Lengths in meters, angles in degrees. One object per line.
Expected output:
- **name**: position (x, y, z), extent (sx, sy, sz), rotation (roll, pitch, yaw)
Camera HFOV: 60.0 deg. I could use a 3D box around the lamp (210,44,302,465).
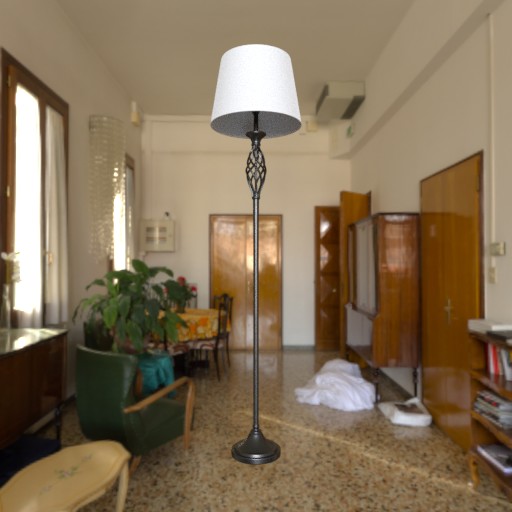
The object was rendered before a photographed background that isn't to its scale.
- **lamp**: position (0.000, 0.000, 1.834), extent (0.379, 1.623, 0.379), rotation (0, -1, 0)
